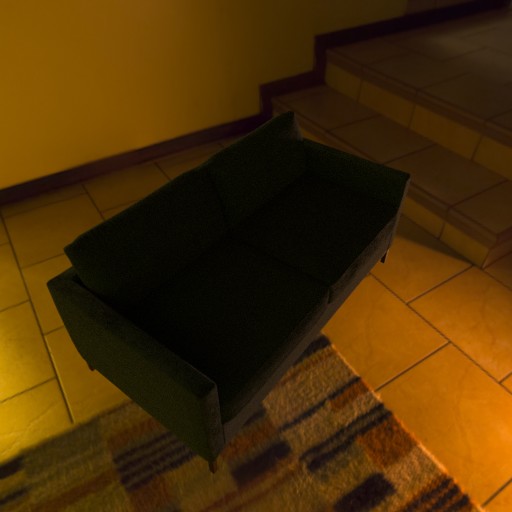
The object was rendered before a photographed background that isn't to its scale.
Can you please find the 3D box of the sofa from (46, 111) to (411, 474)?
[{"bbox_3d":[0.000,0.000,2.194,0.875,0.817,1.676,28,49,27],"label":"sofa"}]
